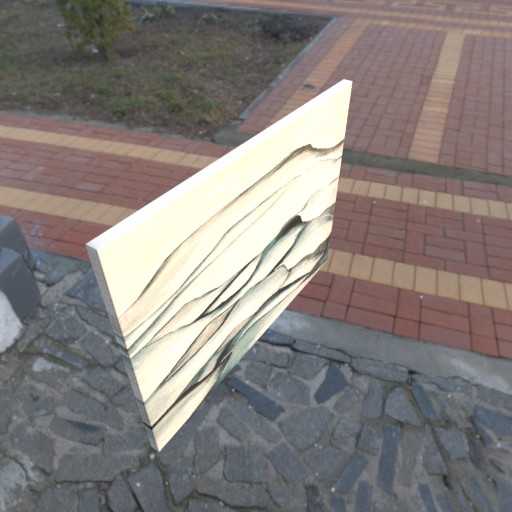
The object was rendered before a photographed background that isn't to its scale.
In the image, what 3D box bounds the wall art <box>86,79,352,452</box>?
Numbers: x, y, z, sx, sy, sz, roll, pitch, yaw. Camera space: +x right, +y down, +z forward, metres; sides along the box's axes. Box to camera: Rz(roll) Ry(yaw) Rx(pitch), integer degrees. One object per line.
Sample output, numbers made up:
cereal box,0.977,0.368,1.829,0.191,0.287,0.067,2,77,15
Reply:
wall art,0.000,0.000,1.615,0.039,0.915,1.219,25,47,26
